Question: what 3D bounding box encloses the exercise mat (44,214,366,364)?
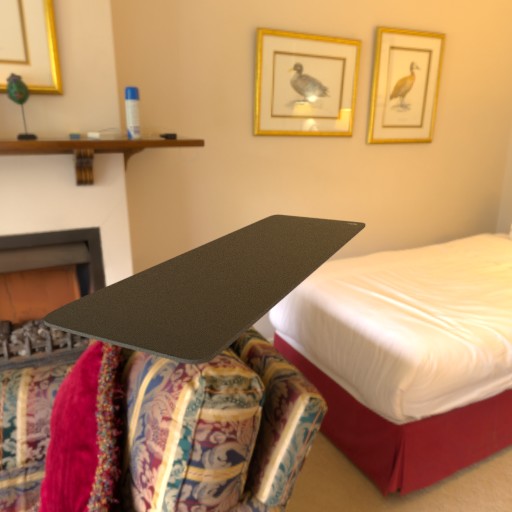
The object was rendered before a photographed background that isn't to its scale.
[{"bbox_3d":[0.000,0.000,2.059,0.616,0.021,1.869,8,18,25],"label":"exercise mat"}]
